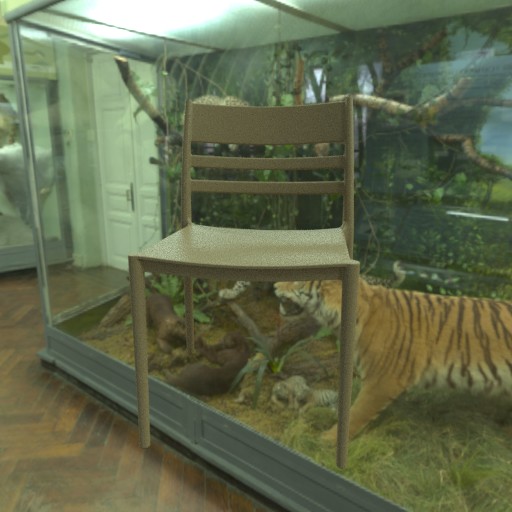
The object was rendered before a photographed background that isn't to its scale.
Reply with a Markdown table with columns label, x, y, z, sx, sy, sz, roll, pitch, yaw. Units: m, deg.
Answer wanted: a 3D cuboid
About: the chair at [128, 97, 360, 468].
| label | x | y | z | sx | sy | sz | roll | pitch | yaw |
| --- | --- | --- | --- | --- | --- | --- | --- | --- | --- |
| chair | 0.000 | 0.000 | 1.129 | 0.531 | 0.800 | 0.511 | 2 | 14 | 8 |
